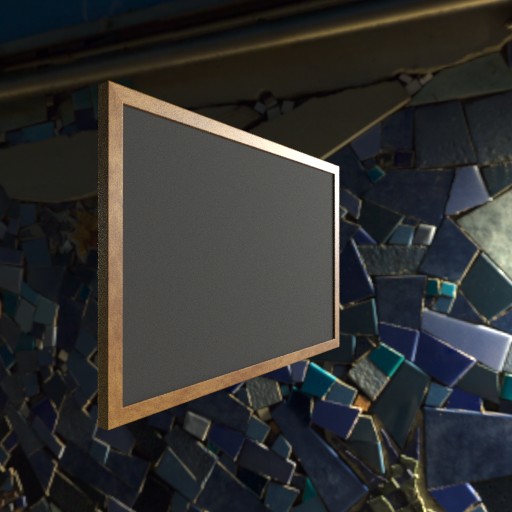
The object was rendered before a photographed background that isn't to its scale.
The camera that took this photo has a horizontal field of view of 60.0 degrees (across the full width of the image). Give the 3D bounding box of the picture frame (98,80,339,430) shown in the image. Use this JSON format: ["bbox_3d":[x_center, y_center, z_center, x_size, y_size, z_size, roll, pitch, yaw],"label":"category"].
[{"bbox_3d":[0.000,0.000,1.165,0.029,0.621,0.922,0,0,37],"label":"picture frame"}]
